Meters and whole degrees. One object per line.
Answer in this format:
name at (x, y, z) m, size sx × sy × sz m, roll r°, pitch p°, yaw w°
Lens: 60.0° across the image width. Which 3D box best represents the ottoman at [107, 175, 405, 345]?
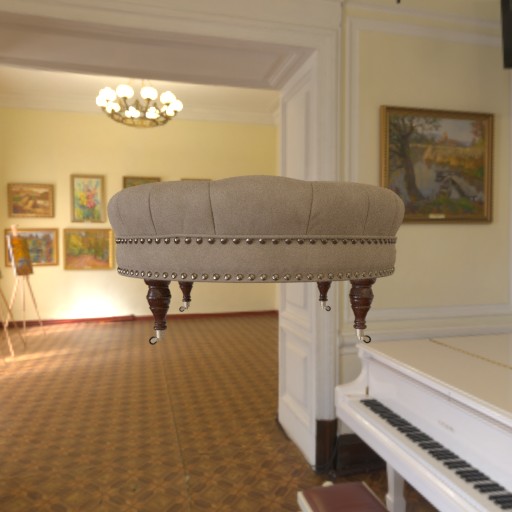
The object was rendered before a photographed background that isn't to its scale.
ottoman at (0.000, 0.000, 1.417) m, size 0.901 × 0.439 × 0.901 m, roll 0°, pitch 2°, yaw 0°
